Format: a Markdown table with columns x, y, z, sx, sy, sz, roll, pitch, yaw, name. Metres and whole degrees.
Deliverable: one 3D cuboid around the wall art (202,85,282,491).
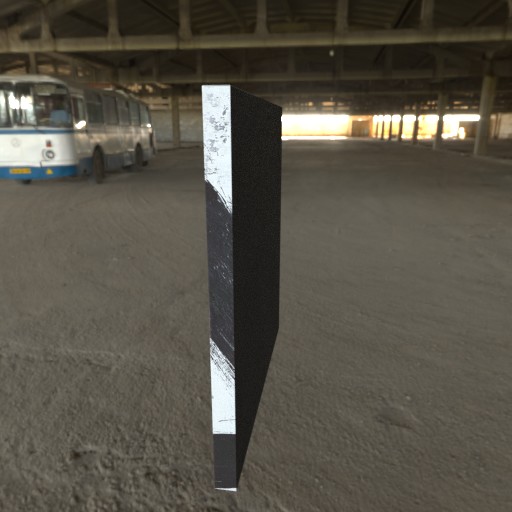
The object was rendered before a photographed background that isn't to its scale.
| x | y | z | sx | sy | sz | roll | pitch | yaw | name |
| --- | --- | --- | --- | --- | --- | --- | --- | --- | --- |
| 0.000 | 0.000 | 1.150 | 0.046 | 0.765 | 0.765 | 3 | 16 | 9 | wall art |
